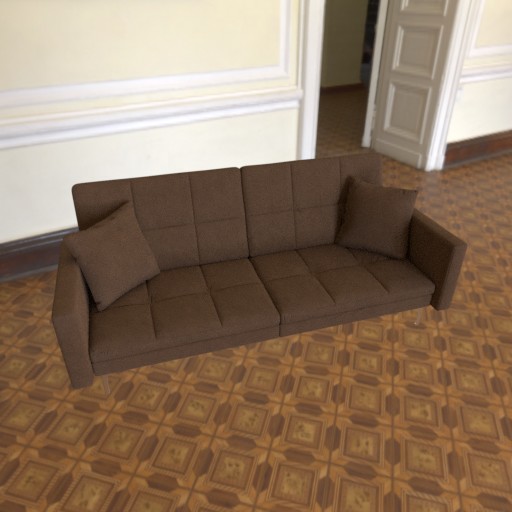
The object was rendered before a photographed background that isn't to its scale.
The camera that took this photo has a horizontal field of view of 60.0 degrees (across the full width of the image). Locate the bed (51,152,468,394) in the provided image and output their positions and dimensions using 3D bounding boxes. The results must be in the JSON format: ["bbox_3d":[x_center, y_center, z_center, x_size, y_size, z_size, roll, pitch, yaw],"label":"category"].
[{"bbox_3d":[0.000,0.000,2.352,1.905,0.787,0.889,-9,32,-15],"label":"bed"}]
